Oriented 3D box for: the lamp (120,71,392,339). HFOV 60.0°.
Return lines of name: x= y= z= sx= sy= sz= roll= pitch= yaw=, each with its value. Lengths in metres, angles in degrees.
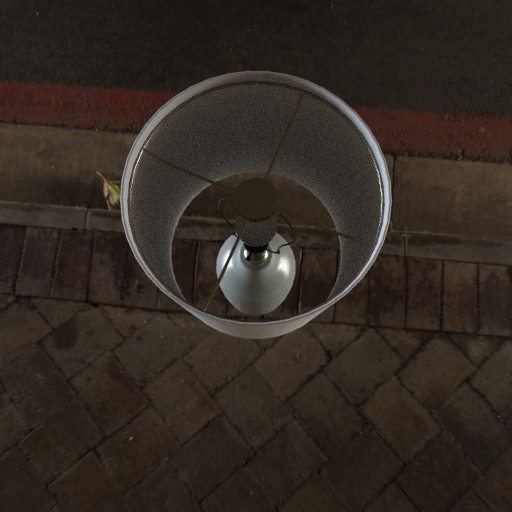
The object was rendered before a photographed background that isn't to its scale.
lamp: x=0.000 y=0.000 z=0.592 sx=0.220 sy=0.475 sz=0.220 roll=37 pitch=79 yaw=8
